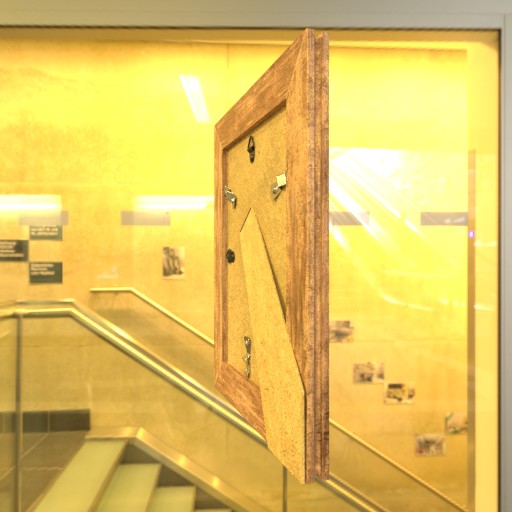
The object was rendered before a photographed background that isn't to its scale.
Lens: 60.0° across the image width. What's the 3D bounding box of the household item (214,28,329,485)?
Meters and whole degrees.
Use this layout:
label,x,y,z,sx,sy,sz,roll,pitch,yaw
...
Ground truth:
label,x,y,z,sx,sy,sz,roll,pitch,yaw
household item,0.000,0.000,0.319,0.018,0.237,0.186,0,0,-20
